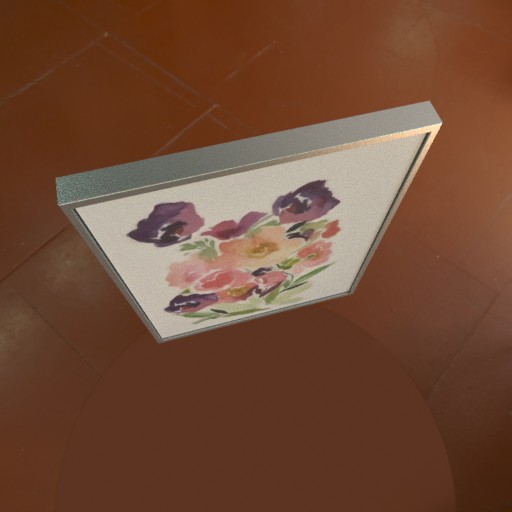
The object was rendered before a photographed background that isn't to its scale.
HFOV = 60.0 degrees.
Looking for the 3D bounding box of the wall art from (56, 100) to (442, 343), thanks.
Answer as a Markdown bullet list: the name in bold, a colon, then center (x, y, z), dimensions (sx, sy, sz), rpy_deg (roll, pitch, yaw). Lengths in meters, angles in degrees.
- **wall art**: center (0.000, 0.000, 0.757), dimensions (0.452, 0.549, 0.038), rpy_deg (-13, 64, -7)
